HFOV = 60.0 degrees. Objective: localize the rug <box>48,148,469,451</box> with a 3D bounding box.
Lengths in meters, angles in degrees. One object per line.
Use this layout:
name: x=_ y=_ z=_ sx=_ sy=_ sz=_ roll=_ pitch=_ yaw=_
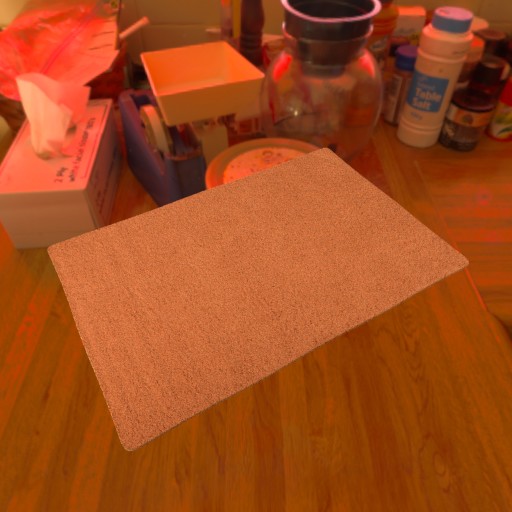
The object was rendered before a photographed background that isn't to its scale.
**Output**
rug: x=0.000 y=0.000 z=3.378 sx=2.700 sy=0.024 sz=1.801 roll=-24 pitch=51 yaw=-21
